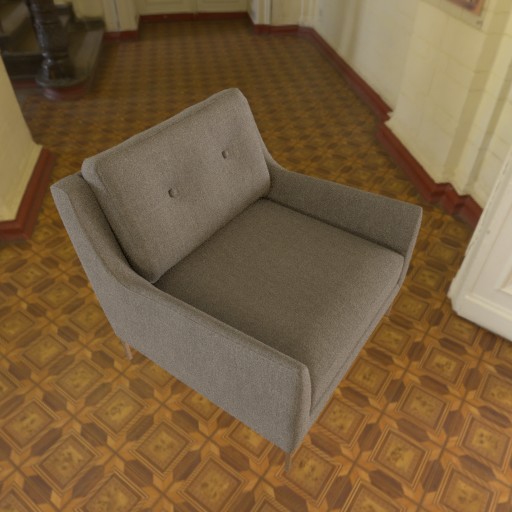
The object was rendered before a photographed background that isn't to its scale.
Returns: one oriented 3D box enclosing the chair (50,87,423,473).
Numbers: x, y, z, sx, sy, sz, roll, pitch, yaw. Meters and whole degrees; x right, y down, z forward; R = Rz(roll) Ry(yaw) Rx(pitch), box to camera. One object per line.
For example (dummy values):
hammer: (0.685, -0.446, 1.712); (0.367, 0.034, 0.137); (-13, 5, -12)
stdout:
chair: (0.000, 0.000, 1.524); (0.849, 0.828, 0.847); (25, 48, 26)
